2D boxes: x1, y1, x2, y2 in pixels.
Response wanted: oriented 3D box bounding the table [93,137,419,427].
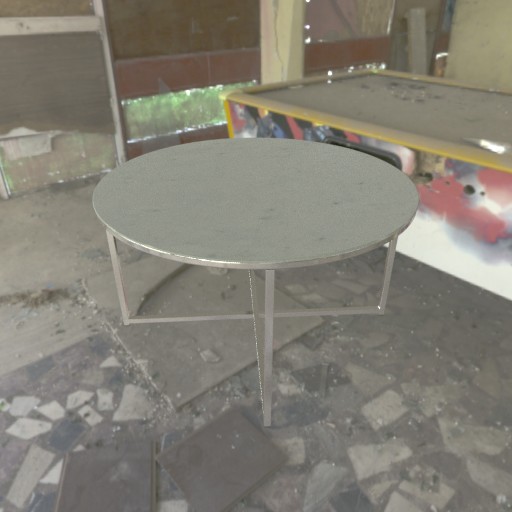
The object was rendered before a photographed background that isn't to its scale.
[{"bbox_3d":[0.000,0.000,1.252,0.800,0.450,0.800,0,30,0],"label":"table"}]
